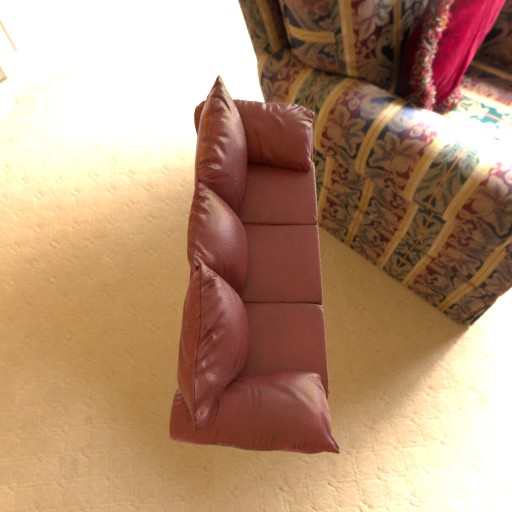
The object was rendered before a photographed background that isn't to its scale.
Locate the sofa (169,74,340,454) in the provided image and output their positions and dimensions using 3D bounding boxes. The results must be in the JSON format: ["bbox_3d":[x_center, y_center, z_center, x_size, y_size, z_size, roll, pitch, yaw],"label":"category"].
[{"bbox_3d":[0.000,0.000,2.921,0.907,1.091,2.390,0,64,0],"label":"sofa"}]
